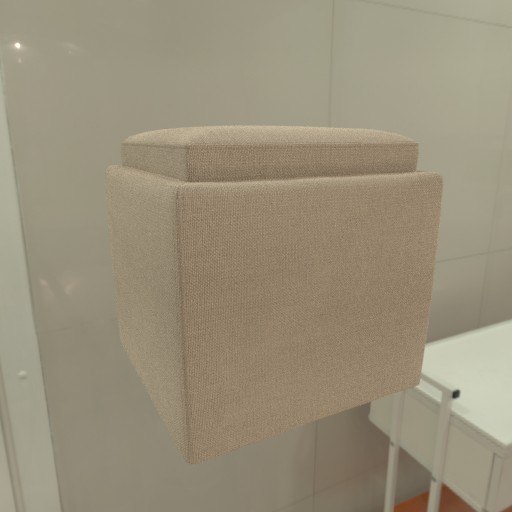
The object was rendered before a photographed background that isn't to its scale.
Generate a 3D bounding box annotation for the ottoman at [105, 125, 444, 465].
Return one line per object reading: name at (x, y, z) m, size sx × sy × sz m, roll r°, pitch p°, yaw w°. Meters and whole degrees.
ottoman at (0.000, 0.000, 0.816) m, size 0.451 × 0.460 × 0.450 m, roll -8°, pitch 17°, yaw -27°
